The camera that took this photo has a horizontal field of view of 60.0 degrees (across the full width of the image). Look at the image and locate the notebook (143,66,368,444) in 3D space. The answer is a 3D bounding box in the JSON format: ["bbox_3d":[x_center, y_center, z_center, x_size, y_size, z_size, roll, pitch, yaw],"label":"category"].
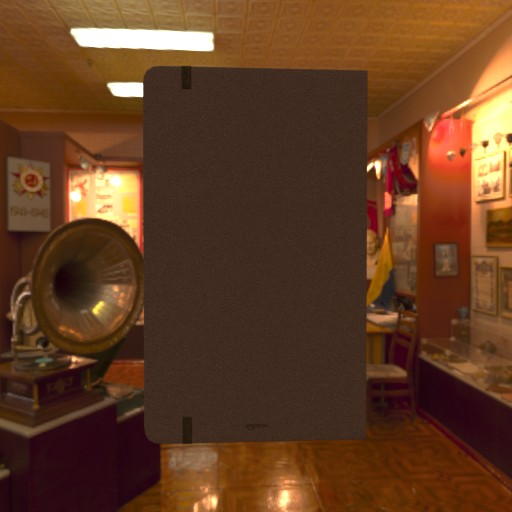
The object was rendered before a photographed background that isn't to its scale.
[{"bbox_3d":[0.000,0.000,0.259,0.127,0.213,0.016,0,1,-3],"label":"notebook"}]
